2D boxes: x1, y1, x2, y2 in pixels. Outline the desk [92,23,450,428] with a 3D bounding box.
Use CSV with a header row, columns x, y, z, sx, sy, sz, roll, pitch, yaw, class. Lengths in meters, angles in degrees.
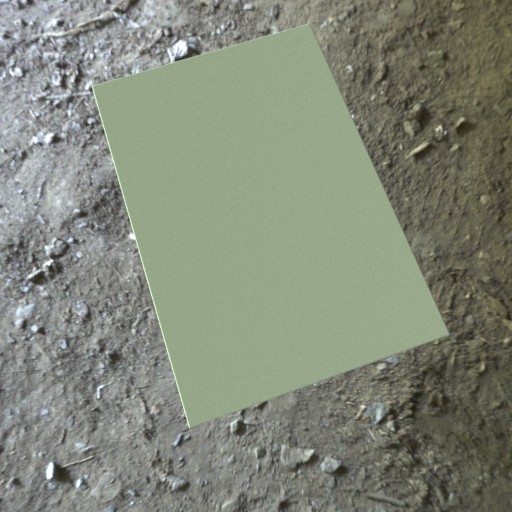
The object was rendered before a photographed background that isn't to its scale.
x,y,z,sx,sy,sz,roll,pitch,yaw,class
0.000,0.000,1.066,0.404,0.730,0.600,-18,76,-5,desk
